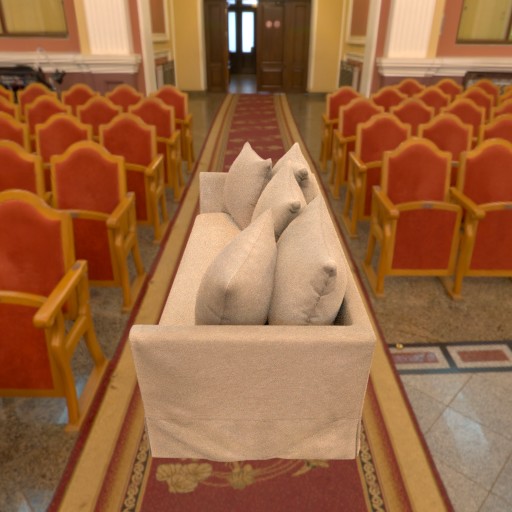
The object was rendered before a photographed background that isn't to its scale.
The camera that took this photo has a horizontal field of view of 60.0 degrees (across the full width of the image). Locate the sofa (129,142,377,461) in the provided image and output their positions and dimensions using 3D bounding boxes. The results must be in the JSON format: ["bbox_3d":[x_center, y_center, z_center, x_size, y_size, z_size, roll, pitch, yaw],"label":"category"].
[{"bbox_3d":[0.000,0.000,2.826,1.031,1.034,2.290,0,26,1],"label":"sofa"}]
